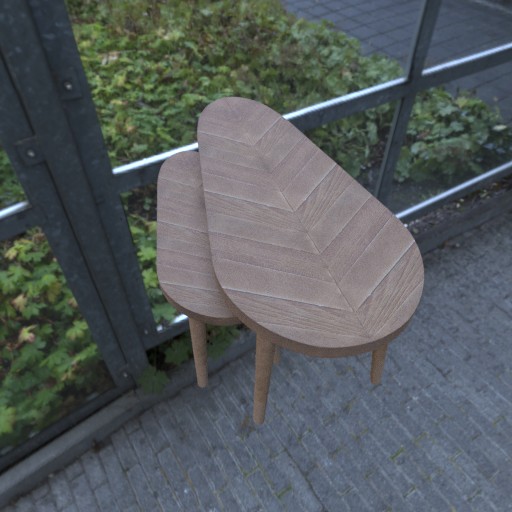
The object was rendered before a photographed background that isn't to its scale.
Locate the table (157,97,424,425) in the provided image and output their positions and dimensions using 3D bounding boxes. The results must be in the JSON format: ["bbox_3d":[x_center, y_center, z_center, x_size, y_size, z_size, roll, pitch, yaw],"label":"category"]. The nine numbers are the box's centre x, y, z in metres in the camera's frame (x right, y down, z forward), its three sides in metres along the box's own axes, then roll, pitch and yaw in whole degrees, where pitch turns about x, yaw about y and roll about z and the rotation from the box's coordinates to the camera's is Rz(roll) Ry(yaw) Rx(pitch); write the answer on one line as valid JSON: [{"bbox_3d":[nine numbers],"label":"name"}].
[{"bbox_3d":[0.000,0.000,1.587,0.701,0.595,1.190,-14,49,-13],"label":"table"}]
